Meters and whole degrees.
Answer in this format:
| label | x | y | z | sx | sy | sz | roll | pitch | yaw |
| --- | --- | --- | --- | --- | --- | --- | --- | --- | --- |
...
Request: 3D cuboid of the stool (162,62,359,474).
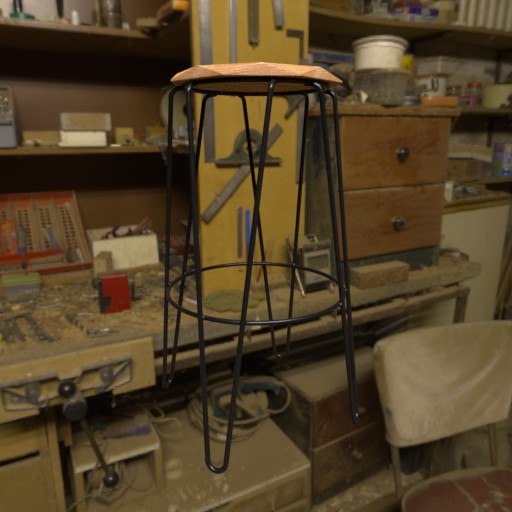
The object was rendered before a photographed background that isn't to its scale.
| label | x | y | z | sx | sy | sz | roll | pitch | yaw |
| --- | --- | --- | --- | --- | --- | --- | --- | --- | --- |
| stool | 0.000 | 0.000 | 0.798 | 0.326 | 0.610 | 0.326 | -7 | 17 | -25 |
